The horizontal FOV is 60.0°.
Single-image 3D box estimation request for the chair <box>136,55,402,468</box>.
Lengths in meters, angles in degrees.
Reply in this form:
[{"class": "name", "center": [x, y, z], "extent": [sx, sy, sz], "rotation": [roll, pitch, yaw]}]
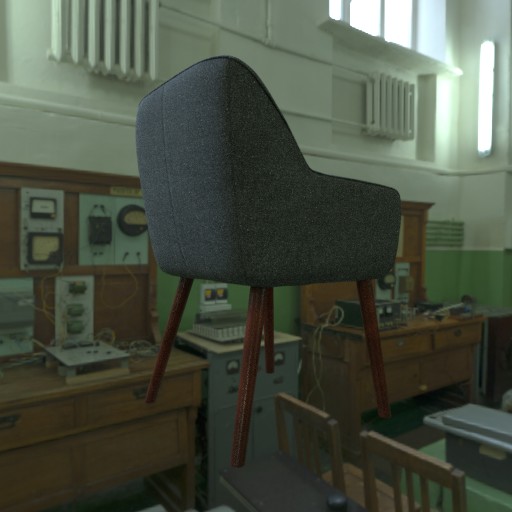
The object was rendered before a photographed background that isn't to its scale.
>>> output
[{"class": "chair", "center": [0.000, 0.000, 1.155], "extent": [0.519, 0.803, 0.543], "rotation": [-1, 2, -37]}]
